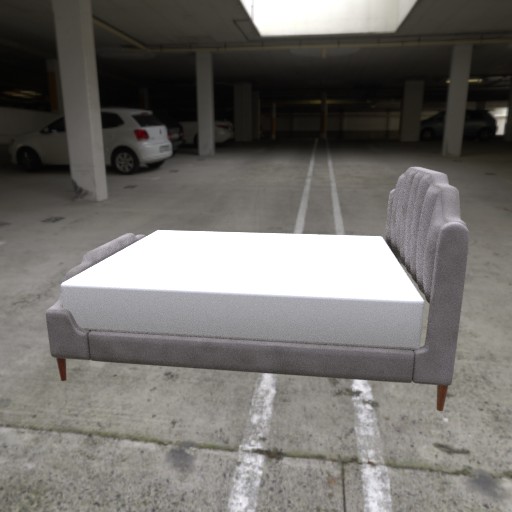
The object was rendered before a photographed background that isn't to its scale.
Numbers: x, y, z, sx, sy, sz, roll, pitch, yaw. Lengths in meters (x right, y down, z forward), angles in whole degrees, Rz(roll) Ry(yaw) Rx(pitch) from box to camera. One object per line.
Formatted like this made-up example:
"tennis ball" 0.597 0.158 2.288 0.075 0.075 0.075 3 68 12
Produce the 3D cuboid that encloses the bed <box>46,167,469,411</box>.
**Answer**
"bed" 0.000 0.000 3.196 2.340 1.245 1.676 2 15 8
